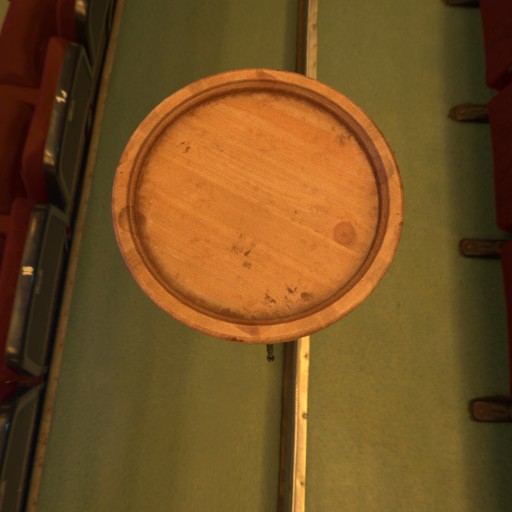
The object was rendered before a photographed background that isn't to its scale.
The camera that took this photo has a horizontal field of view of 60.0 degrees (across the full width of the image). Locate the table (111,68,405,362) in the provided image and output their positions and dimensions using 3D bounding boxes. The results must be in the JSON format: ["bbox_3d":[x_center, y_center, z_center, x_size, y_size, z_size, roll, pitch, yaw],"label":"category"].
[{"bbox_3d":[0.000,0.000,0.935,0.414,0.664,0.418,3,76,1],"label":"table"}]
